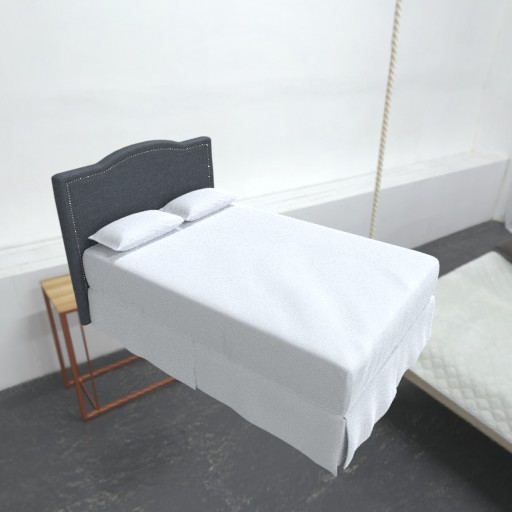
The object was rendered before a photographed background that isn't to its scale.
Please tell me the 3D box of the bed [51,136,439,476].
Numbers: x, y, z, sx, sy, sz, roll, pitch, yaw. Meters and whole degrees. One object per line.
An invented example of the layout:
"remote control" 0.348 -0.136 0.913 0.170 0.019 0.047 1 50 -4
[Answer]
"bed" 0.000 0.000 3.470 2.507 1.441 1.747 19 33 32
